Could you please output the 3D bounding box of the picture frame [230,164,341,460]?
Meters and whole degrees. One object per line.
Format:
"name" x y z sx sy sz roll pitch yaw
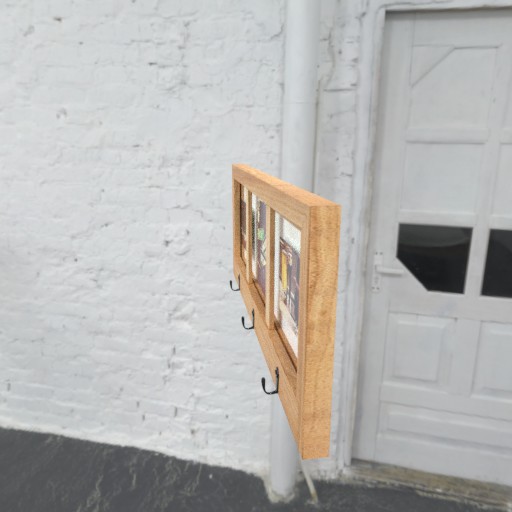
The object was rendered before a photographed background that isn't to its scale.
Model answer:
"picture frame" 0.000 0.000 0.654 0.045 0.234 0.582 -2 15 -9
